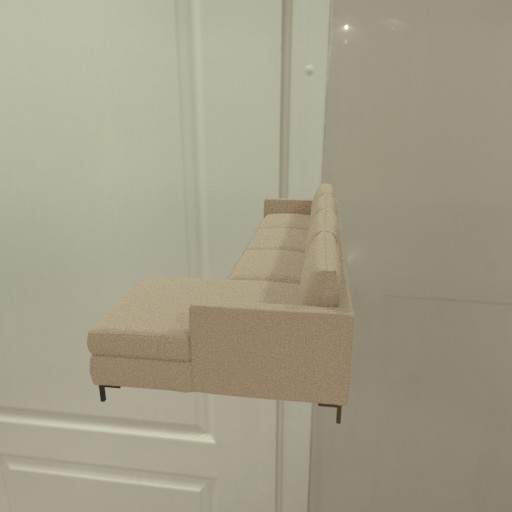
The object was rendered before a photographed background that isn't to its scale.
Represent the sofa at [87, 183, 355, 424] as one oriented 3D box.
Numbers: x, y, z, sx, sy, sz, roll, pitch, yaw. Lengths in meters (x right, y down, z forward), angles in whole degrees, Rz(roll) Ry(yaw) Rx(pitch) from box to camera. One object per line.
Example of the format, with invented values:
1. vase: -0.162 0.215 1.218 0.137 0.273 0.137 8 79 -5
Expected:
1. sofa: 0.000 0.000 3.282 1.258 0.755 2.731 3 18 8
